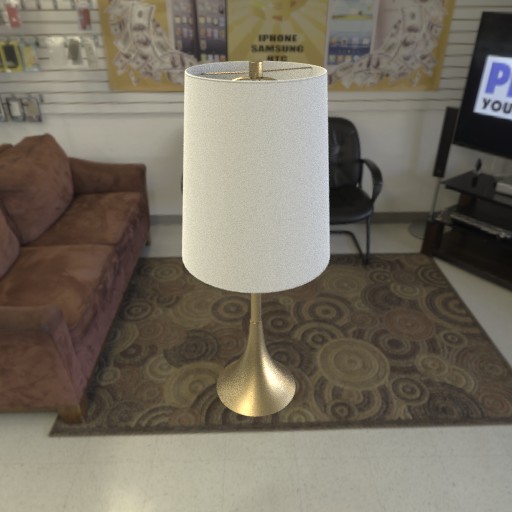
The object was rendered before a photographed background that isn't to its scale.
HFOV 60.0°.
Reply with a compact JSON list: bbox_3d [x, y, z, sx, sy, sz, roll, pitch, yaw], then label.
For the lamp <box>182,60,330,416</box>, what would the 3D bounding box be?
[{"bbox_3d":[0.000,0.000,0.704,0.231,0.569,0.231,0,30,0],"label":"lamp"}]
